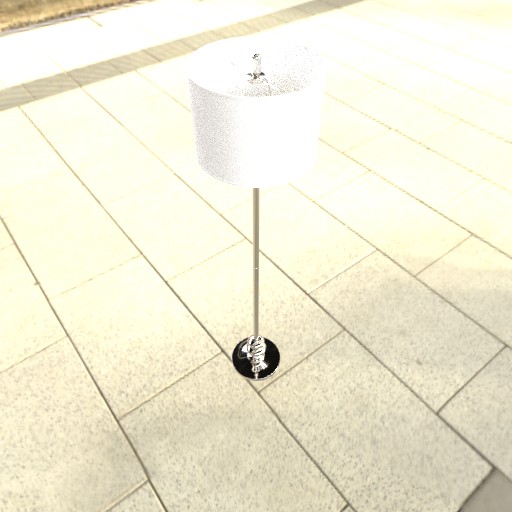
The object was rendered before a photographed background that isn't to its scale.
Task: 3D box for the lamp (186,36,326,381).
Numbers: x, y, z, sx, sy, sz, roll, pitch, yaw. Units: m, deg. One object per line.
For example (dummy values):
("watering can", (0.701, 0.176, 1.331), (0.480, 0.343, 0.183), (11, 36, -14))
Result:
("lamp", (0.000, 0.000, 1.653), (0.356, 1.487, 0.356), (-31, 54, -26))
